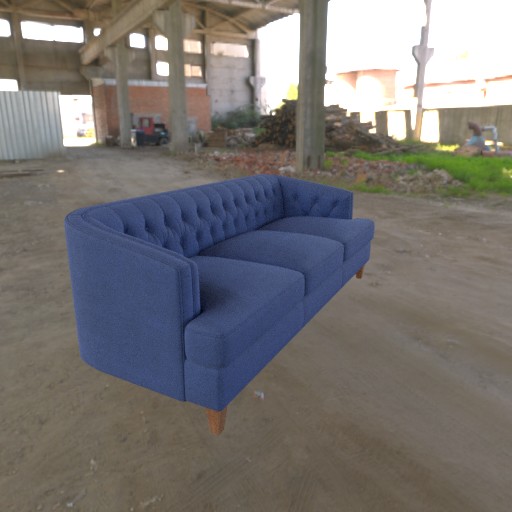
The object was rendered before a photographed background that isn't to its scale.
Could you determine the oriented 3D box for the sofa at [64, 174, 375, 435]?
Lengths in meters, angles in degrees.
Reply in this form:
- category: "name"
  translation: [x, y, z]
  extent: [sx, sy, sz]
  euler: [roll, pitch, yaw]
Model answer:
- category: "sofa"
  translation: [0.000, 0.000, 2.666]
  extent: [0.914, 0.787, 2.235]
  euler: [8, 18, 26]
